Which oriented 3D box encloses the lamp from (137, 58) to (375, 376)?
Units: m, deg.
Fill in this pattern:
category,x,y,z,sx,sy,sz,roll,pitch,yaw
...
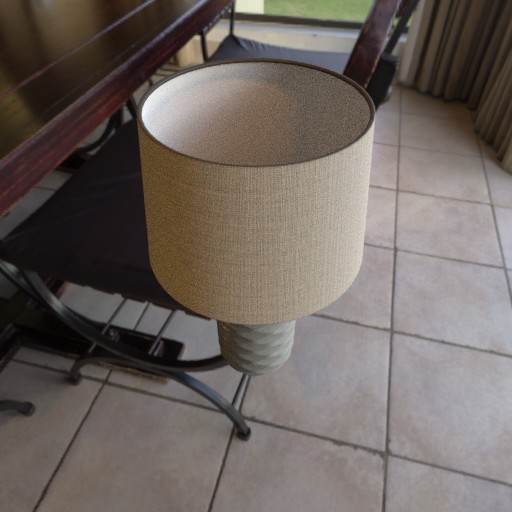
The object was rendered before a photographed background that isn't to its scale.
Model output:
category,x,y,z,sx,sy,sz,roll,pitch,yaw
lamp,0.000,0.000,0.819,0.376,0.594,0.376,0,44,0
